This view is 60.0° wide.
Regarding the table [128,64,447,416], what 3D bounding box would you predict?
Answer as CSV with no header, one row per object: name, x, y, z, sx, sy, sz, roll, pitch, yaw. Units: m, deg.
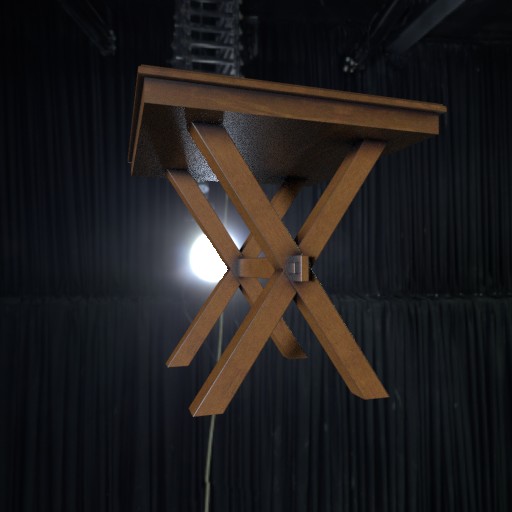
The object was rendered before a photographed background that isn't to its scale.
table,0.000,0.000,1.028,0.560,0.562,0.602,0,-1,-18
